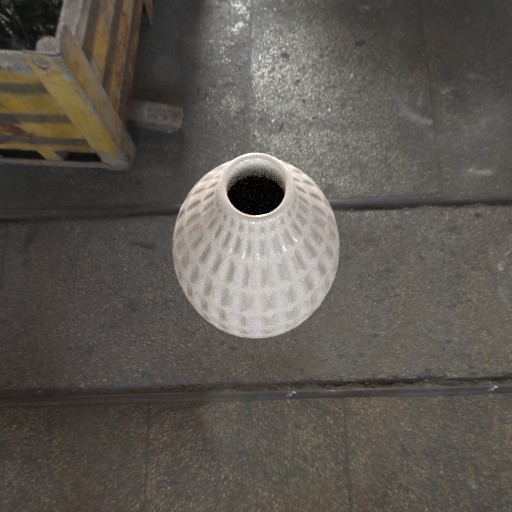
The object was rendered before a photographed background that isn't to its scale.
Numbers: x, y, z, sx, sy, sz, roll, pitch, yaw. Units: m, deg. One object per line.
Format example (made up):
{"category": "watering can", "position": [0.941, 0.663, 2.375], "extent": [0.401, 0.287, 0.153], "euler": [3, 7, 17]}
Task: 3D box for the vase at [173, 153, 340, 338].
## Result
{"category": "vase", "position": [0.000, 0.000, 0.355], "extent": [0.127, 0.282, 0.127], "euler": [0, 76, 0]}
